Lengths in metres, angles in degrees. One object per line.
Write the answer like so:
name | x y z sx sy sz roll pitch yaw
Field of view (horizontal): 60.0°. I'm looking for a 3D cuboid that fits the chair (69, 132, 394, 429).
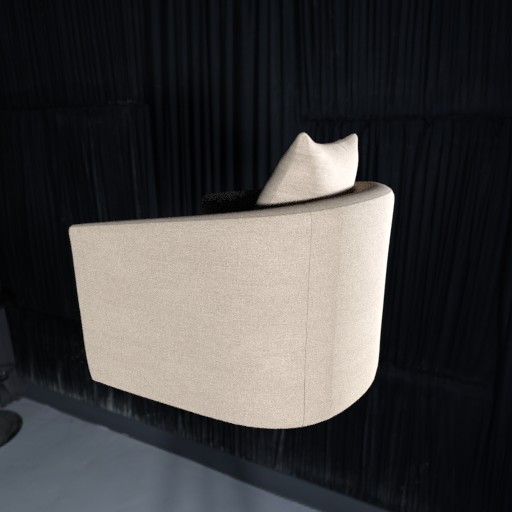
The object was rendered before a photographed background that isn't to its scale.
chair | 0.000 0.000 1.581 0.910 0.848 0.845 7 17 25
